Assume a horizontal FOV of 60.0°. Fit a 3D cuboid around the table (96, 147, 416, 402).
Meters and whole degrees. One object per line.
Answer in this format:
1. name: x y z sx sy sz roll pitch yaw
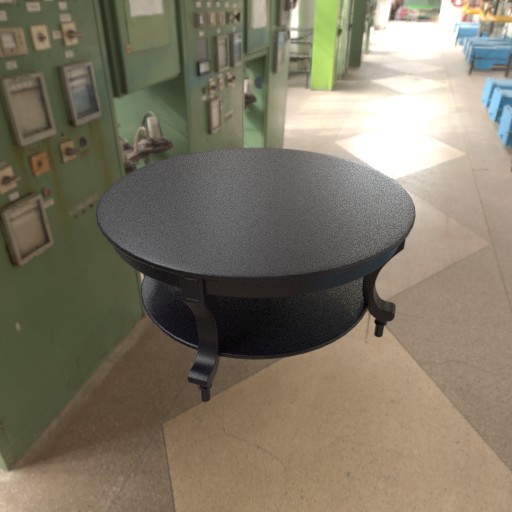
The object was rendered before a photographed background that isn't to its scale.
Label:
1. table: 0.000 0.000 1.611 1.029 0.491 1.029 0 31 0
